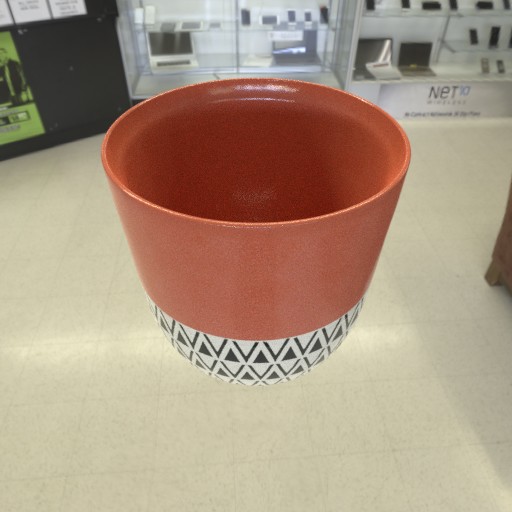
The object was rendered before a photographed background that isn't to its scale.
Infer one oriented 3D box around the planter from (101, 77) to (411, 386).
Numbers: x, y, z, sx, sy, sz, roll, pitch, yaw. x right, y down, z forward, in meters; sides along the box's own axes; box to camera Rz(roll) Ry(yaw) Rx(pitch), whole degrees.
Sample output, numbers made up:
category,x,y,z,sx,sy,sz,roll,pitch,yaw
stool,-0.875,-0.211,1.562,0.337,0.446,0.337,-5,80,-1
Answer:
category,x,y,z,sx,sy,sz,roll,pitch,yaw
planter,0.000,0.000,0.358,0.195,0.214,0.195,0,42,0
